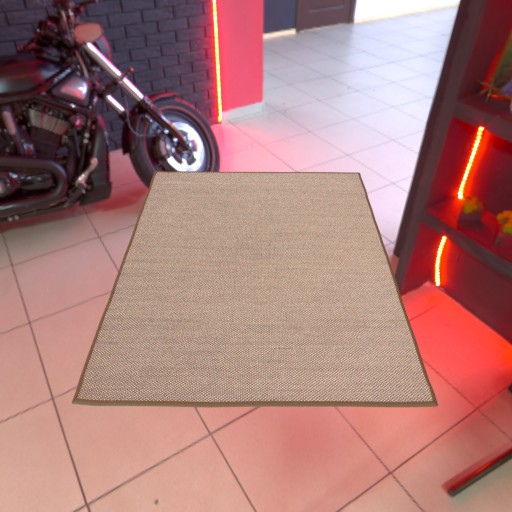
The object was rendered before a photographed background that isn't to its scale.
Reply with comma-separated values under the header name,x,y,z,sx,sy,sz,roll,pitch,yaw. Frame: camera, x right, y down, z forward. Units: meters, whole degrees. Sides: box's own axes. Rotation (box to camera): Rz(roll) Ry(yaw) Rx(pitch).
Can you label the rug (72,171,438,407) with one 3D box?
name,x,y,z,sx,sy,sz,roll,pitch,yaw
rug,0.000,0.000,4.042,2.413,0.020,3.041,0,41,0
